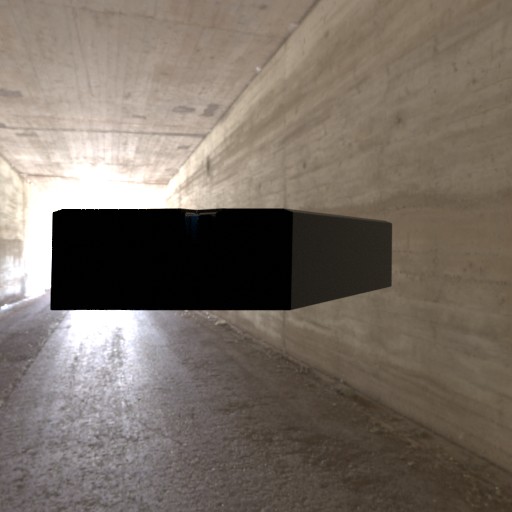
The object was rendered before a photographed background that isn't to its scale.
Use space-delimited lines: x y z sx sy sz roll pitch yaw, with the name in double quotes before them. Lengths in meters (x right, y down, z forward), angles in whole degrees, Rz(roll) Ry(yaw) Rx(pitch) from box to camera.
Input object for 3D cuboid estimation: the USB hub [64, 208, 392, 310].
"USB hub" 0.000 0.000 0.127 0.044 0.023 0.110 1 2 36
